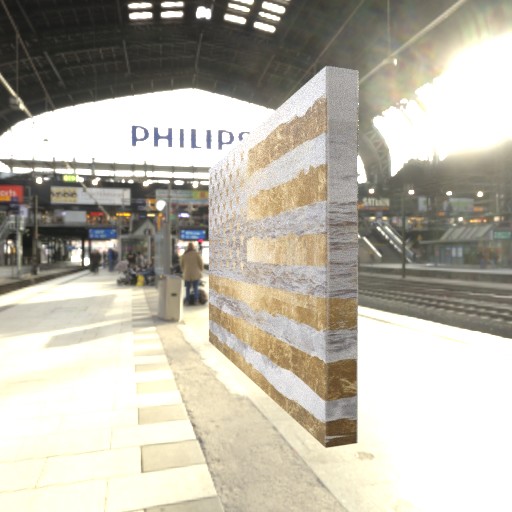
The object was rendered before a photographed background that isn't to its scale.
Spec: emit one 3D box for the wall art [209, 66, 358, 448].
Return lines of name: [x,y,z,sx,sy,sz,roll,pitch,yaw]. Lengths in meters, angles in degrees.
wall art: [0.000,0.000,0.766,0.041,0.407,0.606,0,0,-18]
